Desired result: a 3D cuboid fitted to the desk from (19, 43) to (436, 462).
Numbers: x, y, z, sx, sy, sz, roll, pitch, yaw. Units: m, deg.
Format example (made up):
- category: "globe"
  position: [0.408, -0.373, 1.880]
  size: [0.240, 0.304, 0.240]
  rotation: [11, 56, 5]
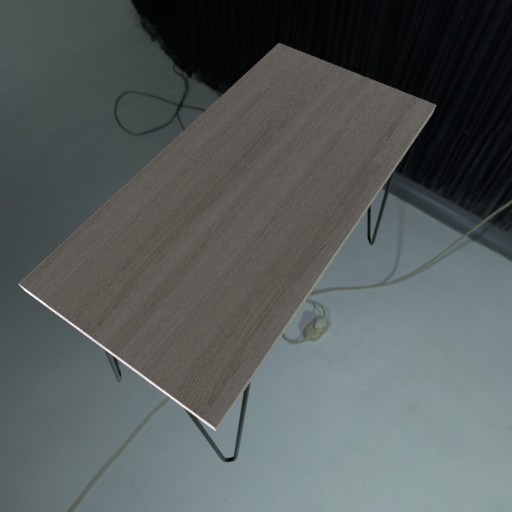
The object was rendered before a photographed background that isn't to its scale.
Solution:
- category: "desk"
  position: [0.000, 0.000, 1.326]
  size: [0.499, 0.660, 0.991]
  rotation: [30, 63, 17]
